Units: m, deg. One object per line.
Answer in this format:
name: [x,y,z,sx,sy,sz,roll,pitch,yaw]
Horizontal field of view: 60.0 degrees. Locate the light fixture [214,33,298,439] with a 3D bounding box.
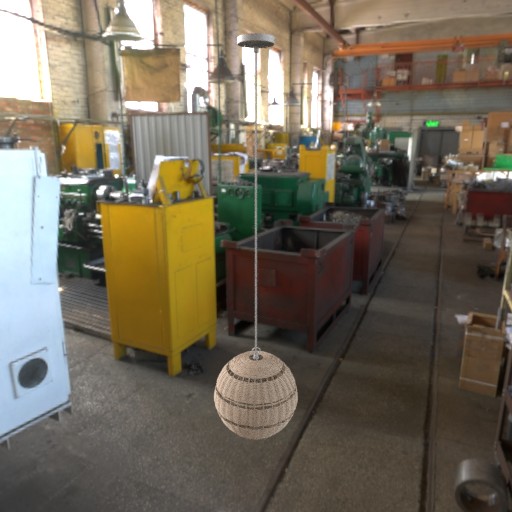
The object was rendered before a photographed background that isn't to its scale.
light fixture: [0.000,0.000,2.237,0.457,2.019,0.457,-3,15,-10]
